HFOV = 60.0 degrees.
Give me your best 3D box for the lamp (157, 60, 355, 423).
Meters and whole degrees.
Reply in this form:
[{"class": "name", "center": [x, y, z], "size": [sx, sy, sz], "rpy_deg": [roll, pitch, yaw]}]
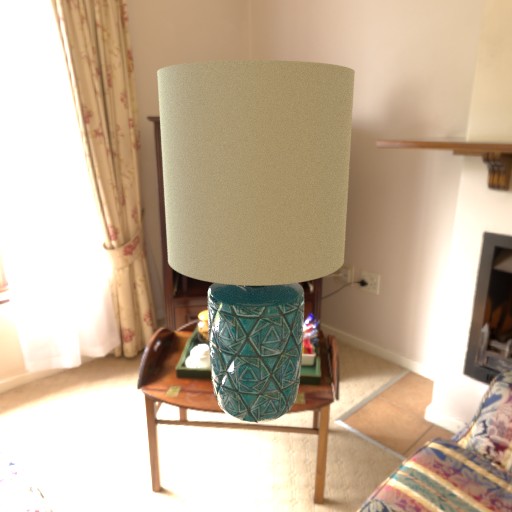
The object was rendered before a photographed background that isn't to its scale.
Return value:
[{"class": "lamp", "center": [0.000, 0.000, 0.494], "size": [0.193, 0.377, 0.193], "rpy_deg": [2, 16, 7]}]
